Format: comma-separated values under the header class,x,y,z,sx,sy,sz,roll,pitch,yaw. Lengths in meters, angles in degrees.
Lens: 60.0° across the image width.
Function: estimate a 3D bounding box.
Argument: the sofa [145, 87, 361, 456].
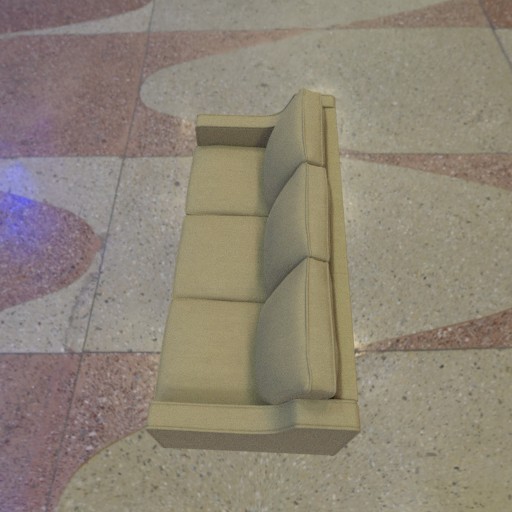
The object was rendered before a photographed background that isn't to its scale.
class,x,y,z,sx,sy,sz,roll,pitch,yaw
sofa,0.000,0.000,2.535,0.911,0.974,1.986,2,58,1
